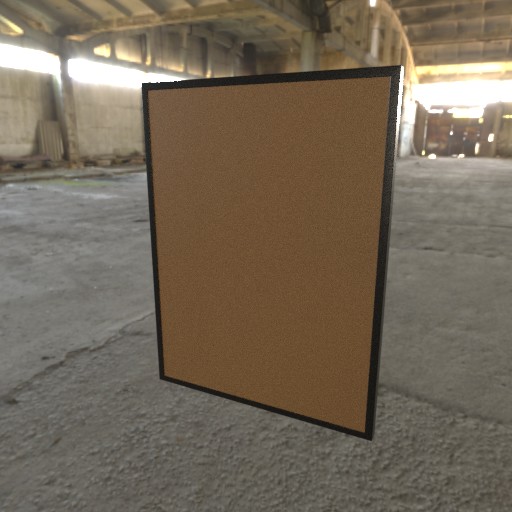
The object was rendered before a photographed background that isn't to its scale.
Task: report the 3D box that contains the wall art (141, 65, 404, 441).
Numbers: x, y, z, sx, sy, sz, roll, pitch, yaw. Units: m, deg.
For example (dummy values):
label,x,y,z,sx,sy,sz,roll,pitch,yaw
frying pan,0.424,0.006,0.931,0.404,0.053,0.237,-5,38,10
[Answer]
label,x,y,z,sx,sy,sz,roll,pitch,yaw
wall art,0.000,0.000,1.398,0.804,1.061,0.039,7,17,25
